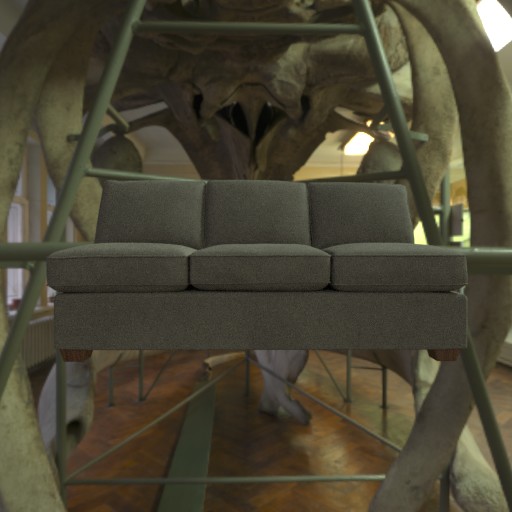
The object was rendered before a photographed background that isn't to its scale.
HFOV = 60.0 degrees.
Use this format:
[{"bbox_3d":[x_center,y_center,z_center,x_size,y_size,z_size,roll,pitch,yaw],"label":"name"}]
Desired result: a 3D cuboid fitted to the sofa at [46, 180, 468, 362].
[{"bbox_3d":[0.000,0.000,2.503,1.962,0.973,1.027,0,0,0],"label":"sofa"}]
